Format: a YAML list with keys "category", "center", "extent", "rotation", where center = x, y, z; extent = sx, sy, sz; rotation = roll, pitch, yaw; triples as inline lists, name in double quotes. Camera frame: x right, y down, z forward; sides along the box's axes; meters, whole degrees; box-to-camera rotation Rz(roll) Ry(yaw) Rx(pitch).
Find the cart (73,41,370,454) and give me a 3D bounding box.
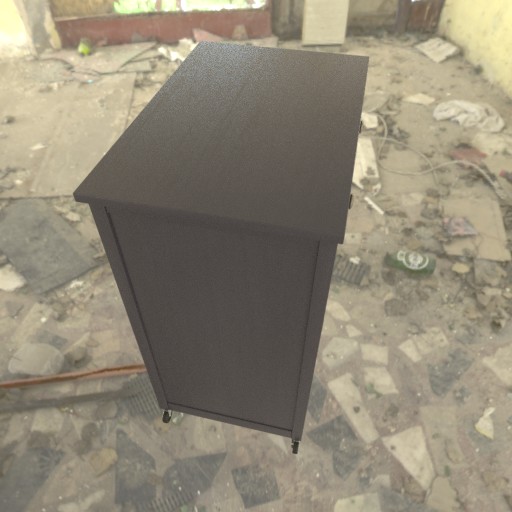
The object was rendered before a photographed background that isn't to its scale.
- category: "cart"
  center: [0.000, 0.000, 1.227]
  extent: [0.449, 0.878, 0.690]
  rotation: [10, 47, 9]
